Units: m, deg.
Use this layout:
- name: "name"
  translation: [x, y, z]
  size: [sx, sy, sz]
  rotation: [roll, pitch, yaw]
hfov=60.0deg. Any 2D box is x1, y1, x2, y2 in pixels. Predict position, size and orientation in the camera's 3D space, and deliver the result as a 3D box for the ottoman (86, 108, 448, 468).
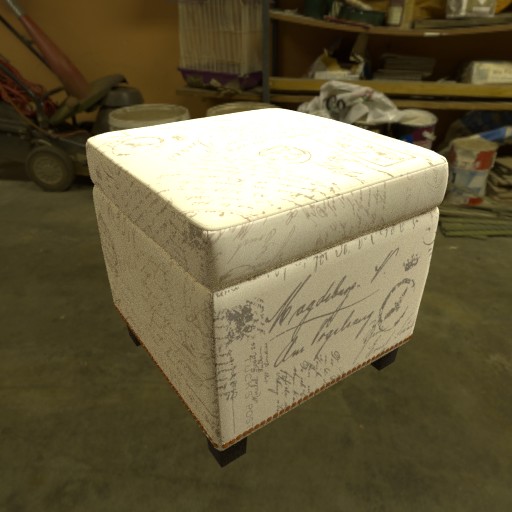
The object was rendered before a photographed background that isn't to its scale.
- name: "ottoman"
  translation: [0.000, 0.000, 0.830]
  size: [0.450, 0.457, 0.449]
  rotation: [-19, 35, -30]
